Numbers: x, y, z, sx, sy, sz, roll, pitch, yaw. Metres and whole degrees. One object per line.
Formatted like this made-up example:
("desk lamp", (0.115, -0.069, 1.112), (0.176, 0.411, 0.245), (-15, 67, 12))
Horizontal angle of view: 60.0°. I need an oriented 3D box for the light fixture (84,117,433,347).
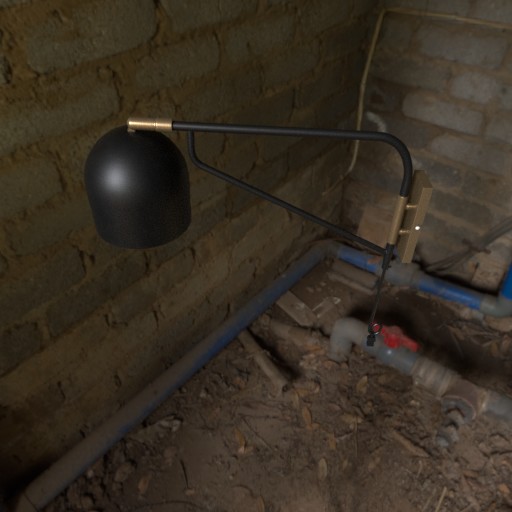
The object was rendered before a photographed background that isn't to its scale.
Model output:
("light fixture", (0.000, 0.000, 1.074), (0.720, 0.696, 0.215), (1, 41, 1))
